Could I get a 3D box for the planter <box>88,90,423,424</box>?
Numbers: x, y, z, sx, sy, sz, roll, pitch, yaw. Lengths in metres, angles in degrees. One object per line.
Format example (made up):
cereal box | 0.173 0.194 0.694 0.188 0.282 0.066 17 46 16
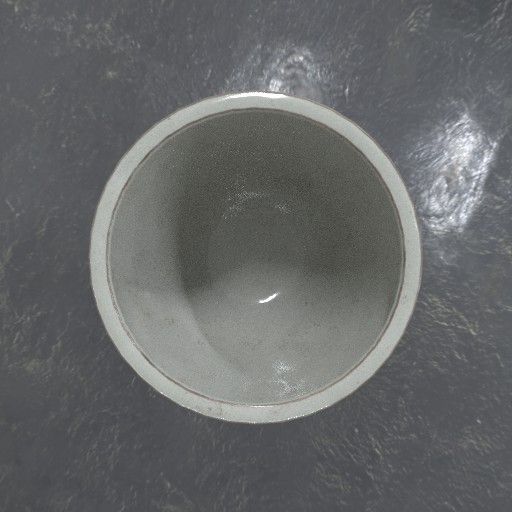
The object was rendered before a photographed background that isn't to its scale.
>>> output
planter | 0.000 0.000 0.245 0.139 0.130 0.139 0 91 0
